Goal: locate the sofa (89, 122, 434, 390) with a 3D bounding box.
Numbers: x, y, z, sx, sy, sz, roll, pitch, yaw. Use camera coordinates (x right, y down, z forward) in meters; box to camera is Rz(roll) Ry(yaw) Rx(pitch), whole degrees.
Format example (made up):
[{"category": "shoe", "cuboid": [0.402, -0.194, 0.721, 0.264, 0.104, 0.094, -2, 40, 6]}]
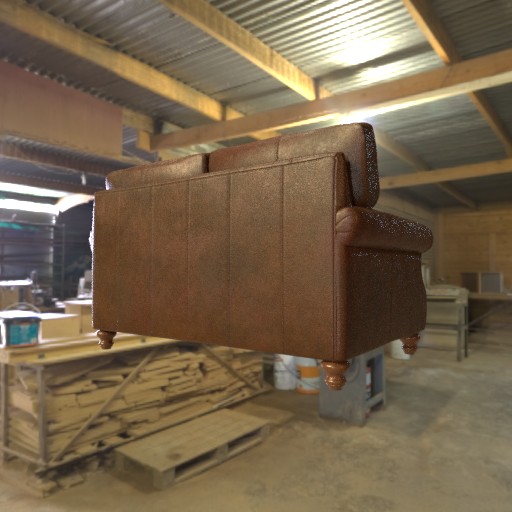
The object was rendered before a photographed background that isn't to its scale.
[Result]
[{"category": "sofa", "cuboid": [0.000, 0.000, 2.301, 1.616, 0.976, 0.990, -1, -2, 36]}]
